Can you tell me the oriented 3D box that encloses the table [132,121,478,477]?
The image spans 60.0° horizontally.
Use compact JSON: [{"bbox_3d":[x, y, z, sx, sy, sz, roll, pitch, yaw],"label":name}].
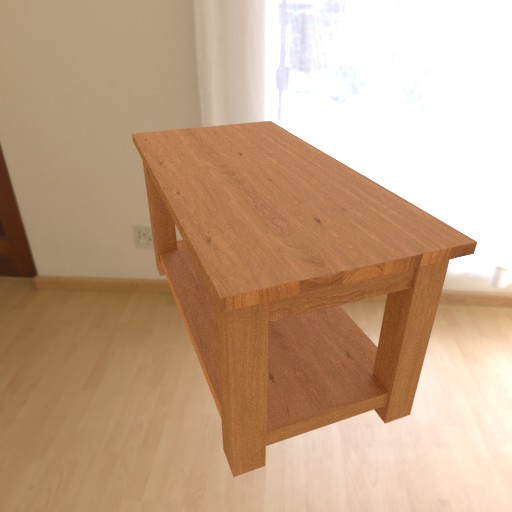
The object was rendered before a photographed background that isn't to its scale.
[{"bbox_3d":[0.000,0.000,1.148,0.450,0.452,0.899,-11,32,-18],"label":"table"}]
